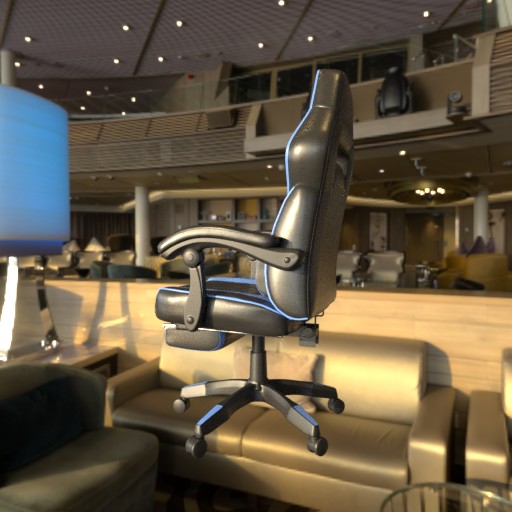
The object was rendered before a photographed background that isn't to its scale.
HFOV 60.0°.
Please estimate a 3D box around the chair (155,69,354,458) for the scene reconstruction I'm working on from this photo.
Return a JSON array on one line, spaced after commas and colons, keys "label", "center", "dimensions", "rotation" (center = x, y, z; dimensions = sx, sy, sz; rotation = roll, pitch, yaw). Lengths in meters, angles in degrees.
[{"label": "chair", "center": [0.000, 0.000, 1.687], "dimensions": [0.700, 1.280, 0.700], "rotation": [1, 2, 19]}]
